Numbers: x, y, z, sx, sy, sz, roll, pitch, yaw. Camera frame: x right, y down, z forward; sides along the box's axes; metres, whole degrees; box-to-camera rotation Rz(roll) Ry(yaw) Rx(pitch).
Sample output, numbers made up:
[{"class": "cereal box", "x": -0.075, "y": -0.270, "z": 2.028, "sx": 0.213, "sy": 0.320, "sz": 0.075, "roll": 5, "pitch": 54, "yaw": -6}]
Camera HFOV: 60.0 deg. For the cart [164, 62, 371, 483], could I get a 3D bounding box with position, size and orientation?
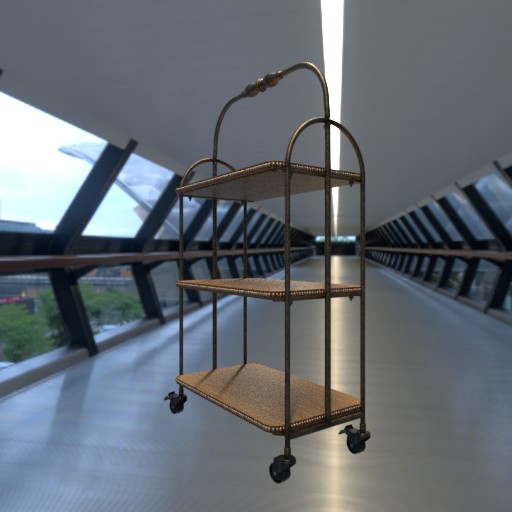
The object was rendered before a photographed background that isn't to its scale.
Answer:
[{"class": "cart", "x": 0.000, "y": 0.000, "z": 1.340, "sx": 0.330, "sy": 1.052, "sz": 0.650, "roll": 0, "pitch": 0, "yaw": -35}]
